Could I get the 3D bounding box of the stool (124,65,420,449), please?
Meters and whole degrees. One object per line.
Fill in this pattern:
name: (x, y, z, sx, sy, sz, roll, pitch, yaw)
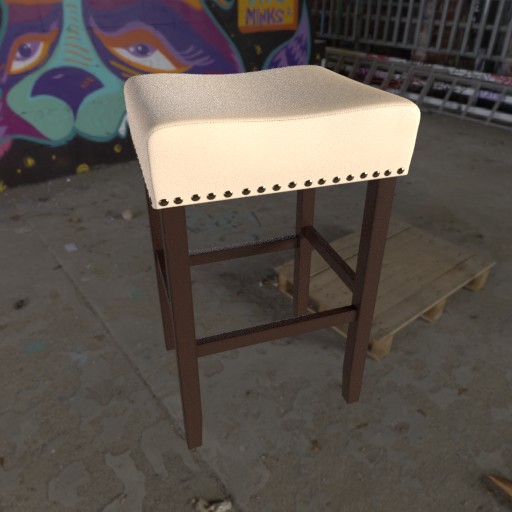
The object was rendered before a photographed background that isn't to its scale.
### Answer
stool: (0.000, 0.000, 1.038, 0.471, 0.762, 0.401, -10, 33, -15)
